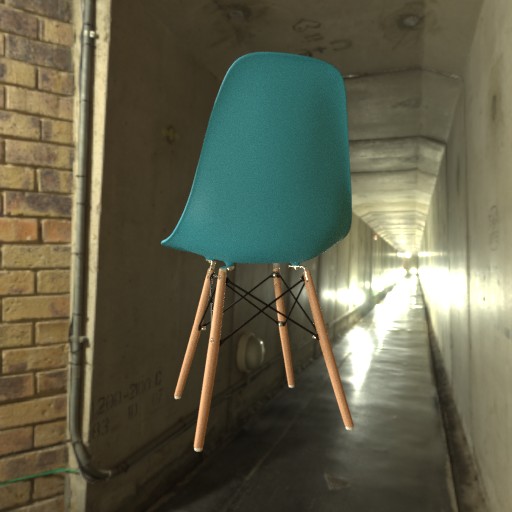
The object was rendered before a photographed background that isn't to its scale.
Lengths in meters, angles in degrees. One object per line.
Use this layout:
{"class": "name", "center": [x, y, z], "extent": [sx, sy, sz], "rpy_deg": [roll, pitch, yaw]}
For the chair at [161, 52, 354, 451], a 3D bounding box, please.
{"class": "chair", "center": [0.000, 0.000, 1.159], "extent": [0.470, 0.826, 0.531], "rpy_deg": [0, 0, -18]}
